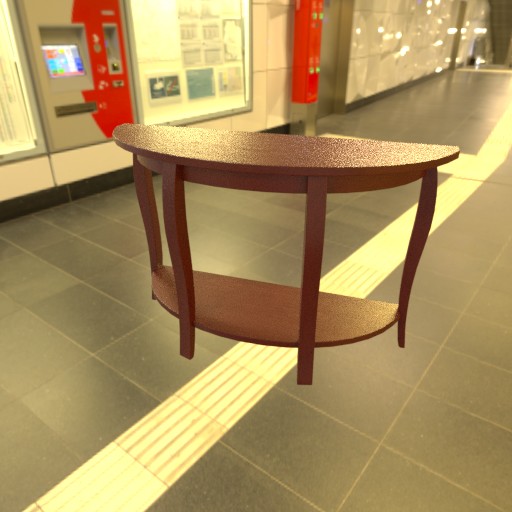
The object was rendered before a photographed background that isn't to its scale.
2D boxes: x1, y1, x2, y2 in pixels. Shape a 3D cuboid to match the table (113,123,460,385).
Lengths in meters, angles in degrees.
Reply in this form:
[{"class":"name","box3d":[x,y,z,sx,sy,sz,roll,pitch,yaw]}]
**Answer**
[{"class":"table","box3d":[0.000,0.000,1.581,1.219,0.779,0.405,9,28,16]}]
